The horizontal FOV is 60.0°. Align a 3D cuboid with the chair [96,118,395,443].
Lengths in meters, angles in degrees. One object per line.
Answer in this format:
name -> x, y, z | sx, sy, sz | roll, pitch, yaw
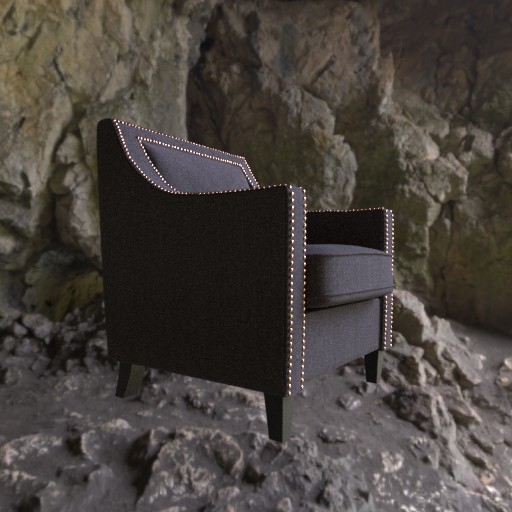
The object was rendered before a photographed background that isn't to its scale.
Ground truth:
chair -> 0.000, 0.000, 1.623 | 0.884, 0.967, 0.776 | 0, 0, 36
